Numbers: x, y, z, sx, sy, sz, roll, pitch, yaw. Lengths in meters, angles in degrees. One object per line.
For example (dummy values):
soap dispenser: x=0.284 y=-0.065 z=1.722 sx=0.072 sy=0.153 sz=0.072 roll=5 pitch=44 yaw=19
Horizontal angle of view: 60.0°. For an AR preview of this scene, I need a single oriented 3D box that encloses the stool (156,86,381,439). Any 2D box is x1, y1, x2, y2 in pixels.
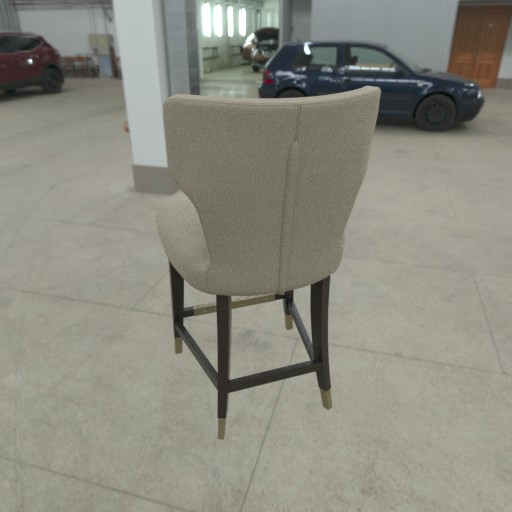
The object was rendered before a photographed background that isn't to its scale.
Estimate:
stool: x=0.000 y=0.000 z=1.344 sx=0.527 sy=0.982 sz=0.563 roll=-9 pitch=28 yaw=-17
